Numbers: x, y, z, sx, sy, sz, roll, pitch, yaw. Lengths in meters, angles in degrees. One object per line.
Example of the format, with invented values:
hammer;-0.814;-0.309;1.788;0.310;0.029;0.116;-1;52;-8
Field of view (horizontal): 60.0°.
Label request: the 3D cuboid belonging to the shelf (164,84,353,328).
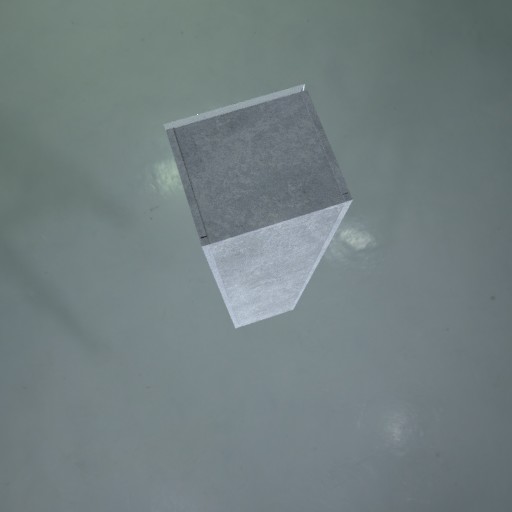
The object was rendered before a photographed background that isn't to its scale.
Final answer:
shelf;0.000;0.000;1.540;0.300;1.400;0.270;-18;75;-5
